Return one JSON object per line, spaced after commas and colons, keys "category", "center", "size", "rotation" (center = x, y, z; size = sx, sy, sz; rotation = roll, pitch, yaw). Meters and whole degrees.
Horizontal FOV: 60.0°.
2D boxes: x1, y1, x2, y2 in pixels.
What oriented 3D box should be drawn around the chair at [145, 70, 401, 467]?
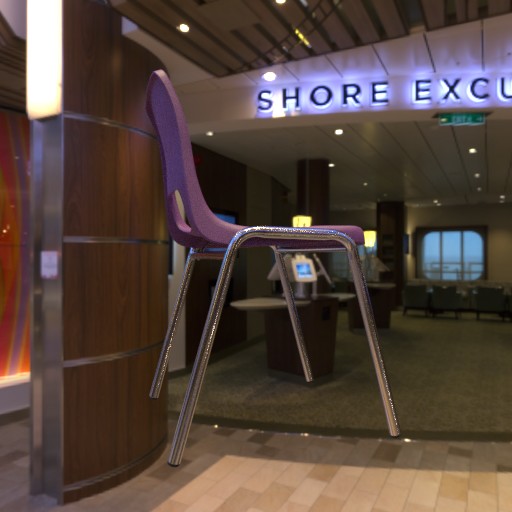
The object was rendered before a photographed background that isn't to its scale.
{"category": "chair", "center": [0.000, 0.000, 0.907], "size": [0.432, 0.654, 0.381], "rotation": [0, 0, -18]}
